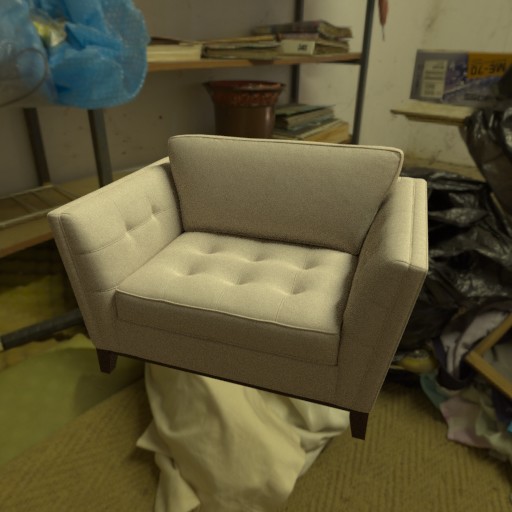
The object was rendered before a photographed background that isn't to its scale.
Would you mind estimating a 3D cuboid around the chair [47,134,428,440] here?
[{"bbox_3d":[0.000,0.000,2.042,1.397,0.940,0.965,9,28,17],"label":"chair"}]
